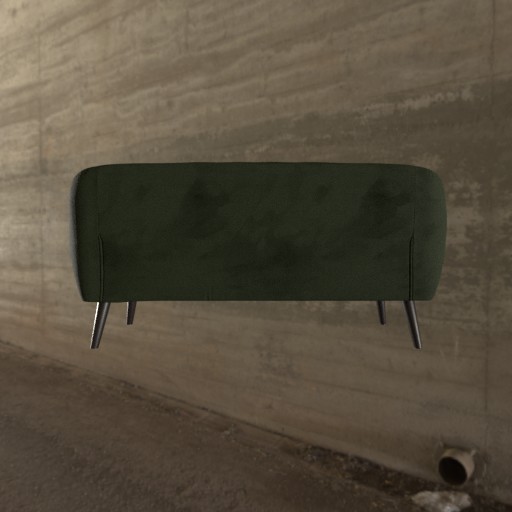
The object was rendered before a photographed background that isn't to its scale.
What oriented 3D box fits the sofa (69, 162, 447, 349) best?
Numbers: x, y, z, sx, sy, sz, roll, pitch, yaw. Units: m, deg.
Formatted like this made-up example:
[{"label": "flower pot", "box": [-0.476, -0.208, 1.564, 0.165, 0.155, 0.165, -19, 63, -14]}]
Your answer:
[{"label": "sofa", "box": [0.000, 0.000, 2.308, 1.840, 0.836, 0.820, 0, 2, 0]}]
